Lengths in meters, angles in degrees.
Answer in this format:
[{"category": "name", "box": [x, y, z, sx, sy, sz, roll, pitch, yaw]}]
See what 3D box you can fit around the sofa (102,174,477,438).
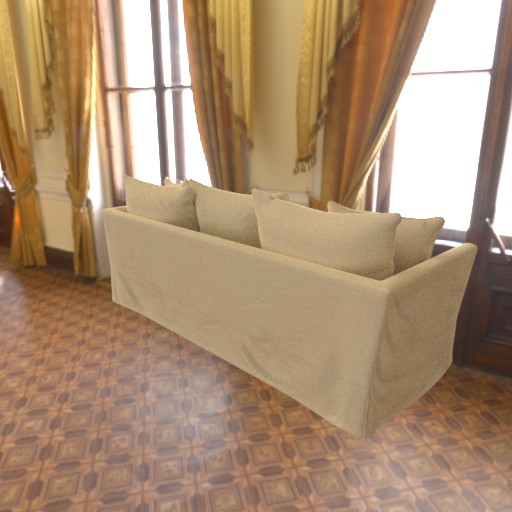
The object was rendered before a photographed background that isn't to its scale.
[{"category": "sofa", "box": [0.000, 0.000, 3.013, 1.030, 1.042, 2.484, -16, 23, -43]}]
